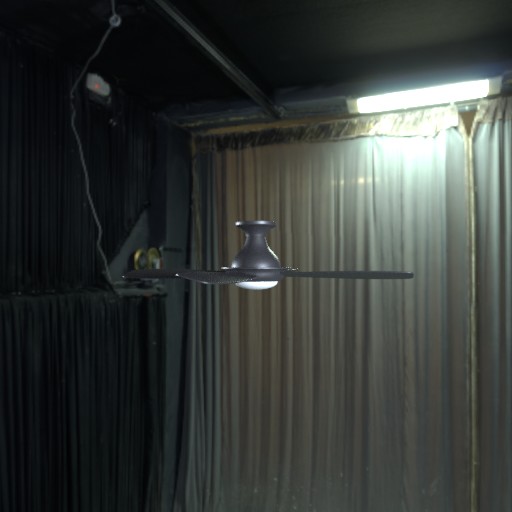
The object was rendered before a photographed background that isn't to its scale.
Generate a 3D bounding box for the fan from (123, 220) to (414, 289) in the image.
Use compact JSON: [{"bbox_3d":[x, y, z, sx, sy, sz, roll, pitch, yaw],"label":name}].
[{"bbox_3d":[0.000,0.000,2.527,1.694,0.382,1.694,0,-1,18],"label":"fan"}]
